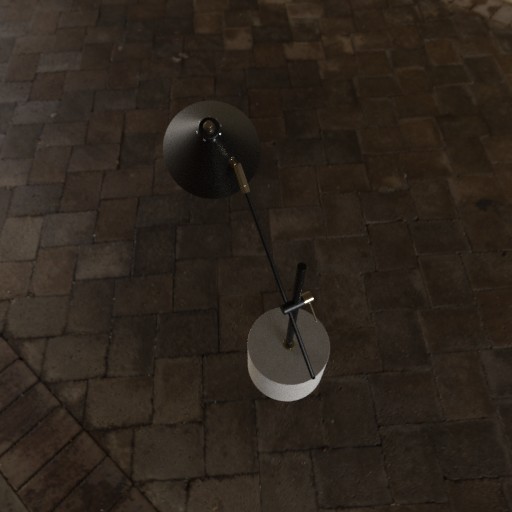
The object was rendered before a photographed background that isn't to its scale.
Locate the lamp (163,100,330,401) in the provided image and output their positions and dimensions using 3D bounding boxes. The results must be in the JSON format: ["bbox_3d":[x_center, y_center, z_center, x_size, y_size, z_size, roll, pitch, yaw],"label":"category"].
[{"bbox_3d":[0.000,0.000,0.729,0.214,0.518,0.403,-14,59,-9],"label":"lamp"}]
